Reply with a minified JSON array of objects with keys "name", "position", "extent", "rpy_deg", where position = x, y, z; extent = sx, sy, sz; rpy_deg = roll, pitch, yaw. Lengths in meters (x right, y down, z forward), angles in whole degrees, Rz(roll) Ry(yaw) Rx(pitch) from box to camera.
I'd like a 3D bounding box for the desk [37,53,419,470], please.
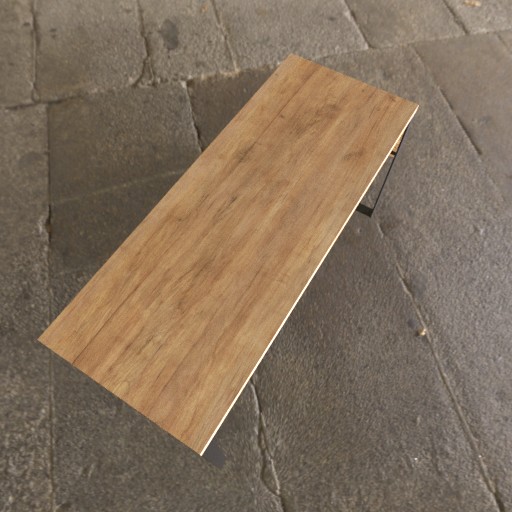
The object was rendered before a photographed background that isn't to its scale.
[{"name":"desk","position":[0.000,0.000,1.889],"extent":[0.600,0.760,1.520],"rpy_deg":[29,65,15]}]
